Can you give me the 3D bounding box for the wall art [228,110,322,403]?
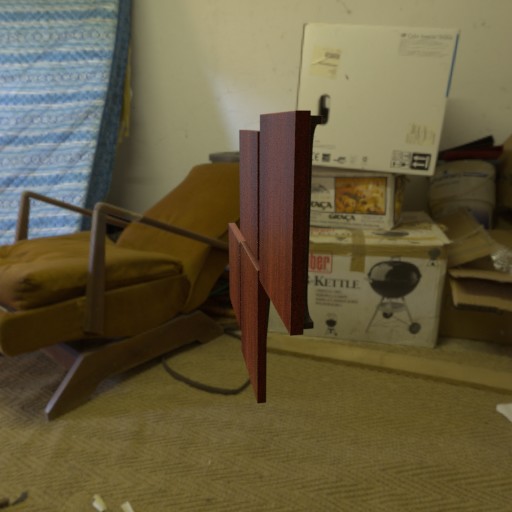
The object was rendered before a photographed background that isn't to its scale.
[{"bbox_3d":[0.000,0.000,0.824,0.030,0.497,0.635,-3,17,-10],"label":"wall art"}]
